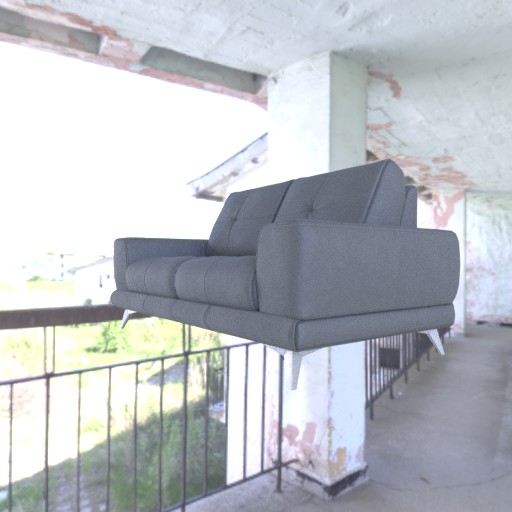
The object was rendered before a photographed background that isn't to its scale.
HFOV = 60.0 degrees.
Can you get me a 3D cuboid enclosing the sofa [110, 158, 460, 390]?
[{"bbox_3d":[0.000,0.000,2.406,1.018,0.907,1.806,0,0,-37],"label":"sofa"}]
